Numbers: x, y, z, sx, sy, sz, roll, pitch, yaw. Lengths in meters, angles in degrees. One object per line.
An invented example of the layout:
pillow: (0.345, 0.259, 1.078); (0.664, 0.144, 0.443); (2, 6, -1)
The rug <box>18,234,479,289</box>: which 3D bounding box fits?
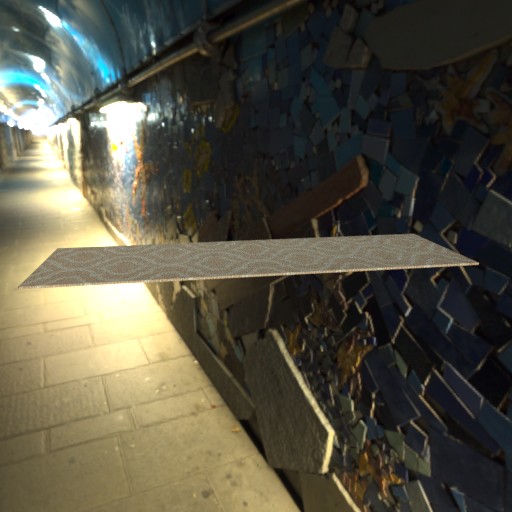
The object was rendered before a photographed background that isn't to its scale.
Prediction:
rug: (0.000, 0.000, 2.500); (2.289, 0.013, 0.691); (-3, 16, -9)
